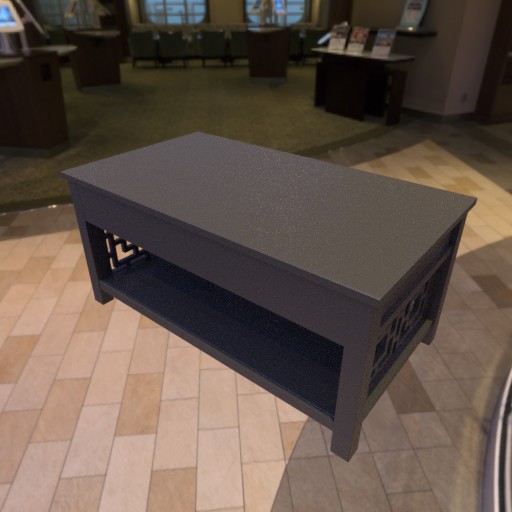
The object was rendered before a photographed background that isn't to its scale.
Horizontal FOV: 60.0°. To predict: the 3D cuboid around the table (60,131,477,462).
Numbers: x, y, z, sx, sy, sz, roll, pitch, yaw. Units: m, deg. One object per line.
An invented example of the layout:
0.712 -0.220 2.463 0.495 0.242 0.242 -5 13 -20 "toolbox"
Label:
0.000 0.000 1.416 1.068 0.493 0.612 22 37 33 "table"
